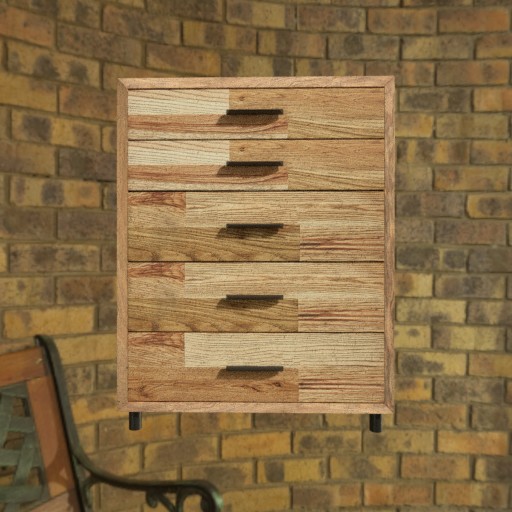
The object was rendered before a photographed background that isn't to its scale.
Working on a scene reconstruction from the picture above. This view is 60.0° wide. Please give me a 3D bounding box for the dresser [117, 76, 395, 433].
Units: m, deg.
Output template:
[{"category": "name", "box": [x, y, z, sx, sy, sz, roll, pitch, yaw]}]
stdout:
[{"category": "dresser", "box": [0.000, 0.000, 1.741, 0.966, 1.243, 0.480, 0, 0, 1]}]
